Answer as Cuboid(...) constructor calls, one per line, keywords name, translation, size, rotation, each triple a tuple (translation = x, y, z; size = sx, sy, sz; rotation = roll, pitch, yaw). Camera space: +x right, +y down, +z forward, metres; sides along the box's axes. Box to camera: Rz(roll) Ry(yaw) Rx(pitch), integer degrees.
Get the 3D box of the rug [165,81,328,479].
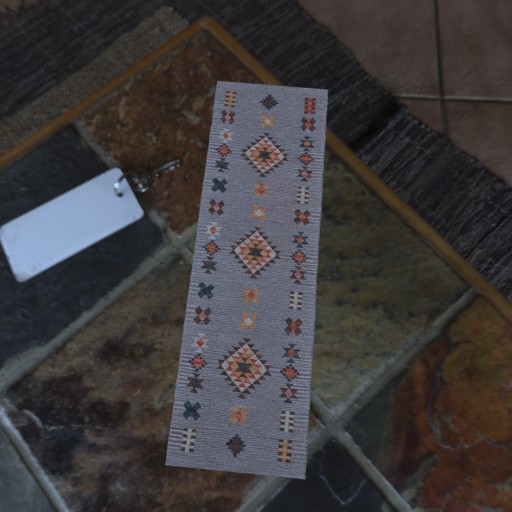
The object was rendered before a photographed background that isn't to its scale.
Cuboid(name="rug", translation=(0.000, 0.000, 2.717), size=(0.766, 0.008, 2.432), rotation=(5, 75, 1))
